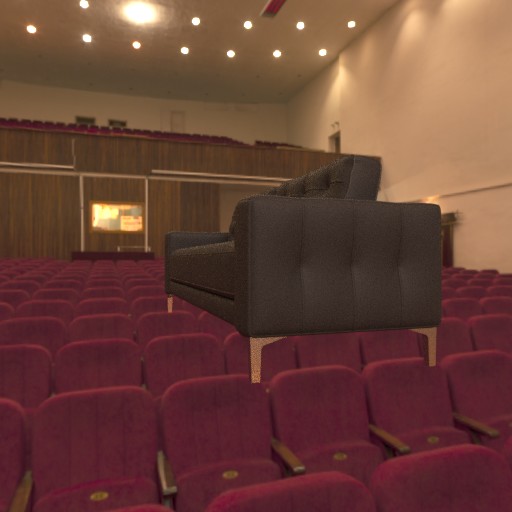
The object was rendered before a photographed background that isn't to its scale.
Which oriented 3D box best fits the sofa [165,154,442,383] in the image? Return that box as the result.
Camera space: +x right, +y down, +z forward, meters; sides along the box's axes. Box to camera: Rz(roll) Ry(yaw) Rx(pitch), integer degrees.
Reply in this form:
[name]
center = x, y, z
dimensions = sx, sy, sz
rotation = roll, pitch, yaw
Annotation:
[sofa]
center = 0.000, 0.000, 2.686
dimensions = 0.833, 0.893, 2.275
rotation = 0, -1, -19
